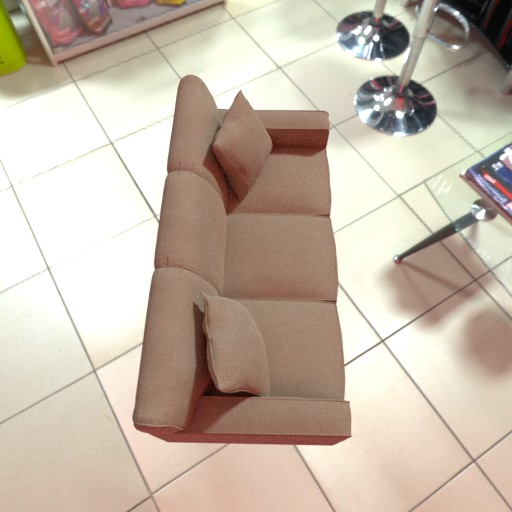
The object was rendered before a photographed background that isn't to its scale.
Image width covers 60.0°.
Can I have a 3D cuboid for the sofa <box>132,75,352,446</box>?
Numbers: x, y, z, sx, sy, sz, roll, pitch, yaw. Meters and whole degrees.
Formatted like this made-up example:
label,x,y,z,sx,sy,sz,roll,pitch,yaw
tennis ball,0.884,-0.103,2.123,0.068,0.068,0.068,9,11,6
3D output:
label,x,y,z,sx,sy,sz,roll,pitch,yaw
sofa,0.000,0.000,2.623,0.997,0.958,2.024,1,63,0
